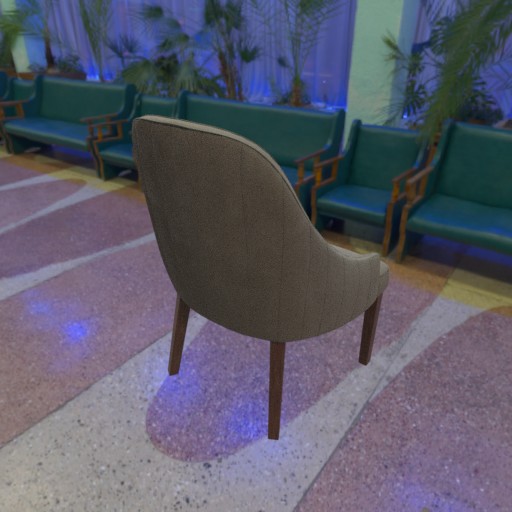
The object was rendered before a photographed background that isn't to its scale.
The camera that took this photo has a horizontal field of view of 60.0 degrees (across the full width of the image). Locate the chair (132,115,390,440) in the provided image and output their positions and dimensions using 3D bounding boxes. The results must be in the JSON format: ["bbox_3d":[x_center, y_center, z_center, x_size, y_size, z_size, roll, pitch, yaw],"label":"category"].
[{"bbox_3d":[0.000,0.000,1.323,0.643,0.889,0.575,21,35,32],"label":"chair"}]
